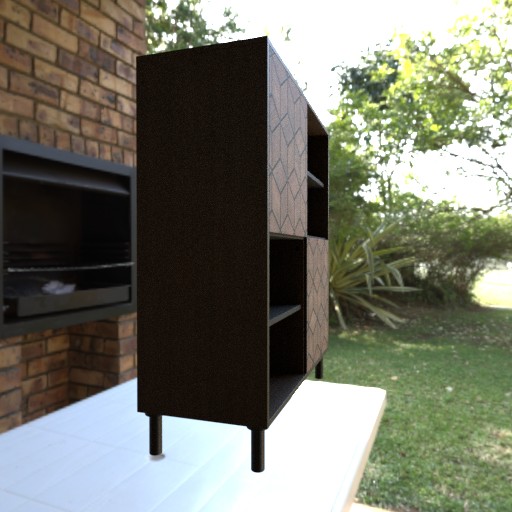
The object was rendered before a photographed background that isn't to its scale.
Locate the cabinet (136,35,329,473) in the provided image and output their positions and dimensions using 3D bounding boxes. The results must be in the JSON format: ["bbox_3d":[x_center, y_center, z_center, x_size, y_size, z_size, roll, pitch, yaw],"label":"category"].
[{"bbox_3d":[0.000,0.000,1.711,0.400,1.170,1.010,0,1,18],"label":"cabinet"}]
